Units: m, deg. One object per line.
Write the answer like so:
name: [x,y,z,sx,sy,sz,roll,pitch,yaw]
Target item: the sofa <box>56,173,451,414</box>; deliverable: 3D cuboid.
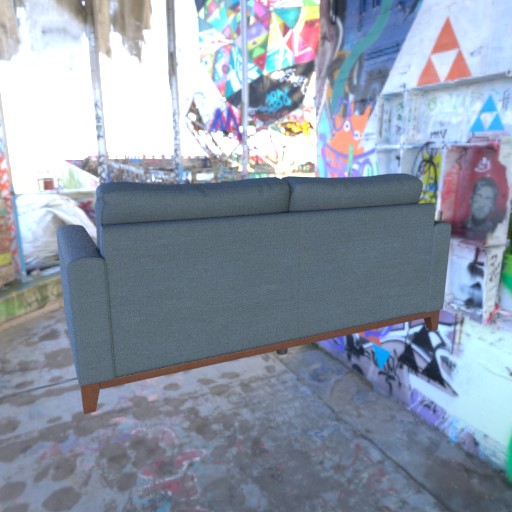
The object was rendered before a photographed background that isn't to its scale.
sofa: [0.000,0.000,2.368,1.900,0.865,0.877,-6,15,-25]
